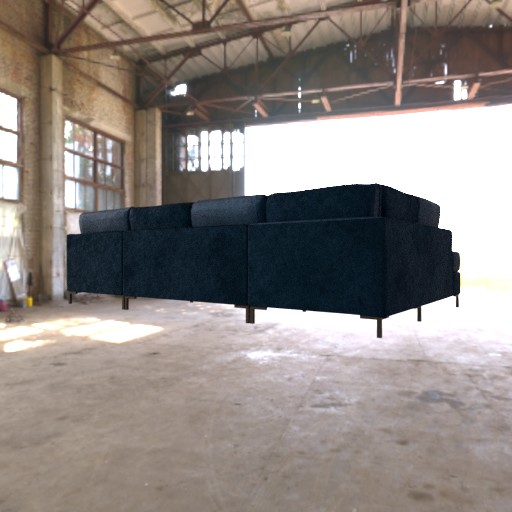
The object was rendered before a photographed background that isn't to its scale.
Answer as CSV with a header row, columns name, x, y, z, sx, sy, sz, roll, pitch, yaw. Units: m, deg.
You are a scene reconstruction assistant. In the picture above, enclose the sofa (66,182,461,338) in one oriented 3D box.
name,x,y,z,sx,sy,sz,roll,pitch,yaw
sofa,0.000,0.000,4.451,3.434,0.992,2.055,0,0,36
